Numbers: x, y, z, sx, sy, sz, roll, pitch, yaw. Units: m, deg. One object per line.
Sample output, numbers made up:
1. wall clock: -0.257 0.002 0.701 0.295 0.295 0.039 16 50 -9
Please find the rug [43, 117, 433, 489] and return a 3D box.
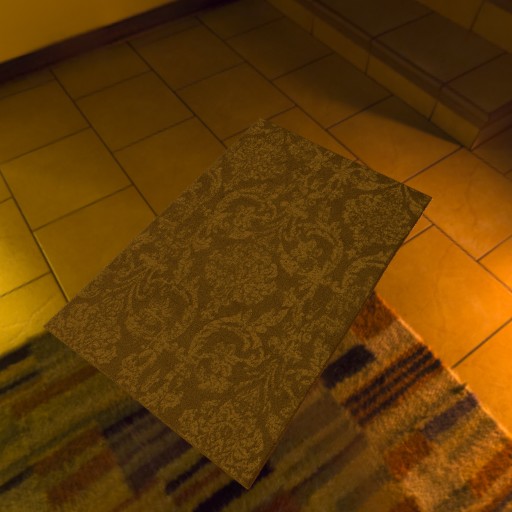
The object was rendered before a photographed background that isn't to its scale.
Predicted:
1. rug: 0.000 0.000 2.331 1.206 0.012 1.824 30 62 18
